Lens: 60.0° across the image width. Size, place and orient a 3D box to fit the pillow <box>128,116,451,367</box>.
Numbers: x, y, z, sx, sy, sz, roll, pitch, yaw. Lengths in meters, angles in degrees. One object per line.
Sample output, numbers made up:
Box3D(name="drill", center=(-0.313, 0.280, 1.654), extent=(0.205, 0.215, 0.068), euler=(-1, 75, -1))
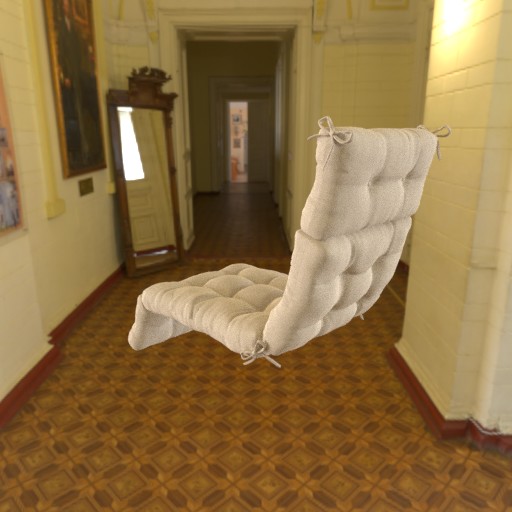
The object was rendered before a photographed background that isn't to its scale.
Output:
Box3D(name="pillow", center=(0.000, 0.000, 1.490), extent=(1.016, 0.863, 0.526), euler=(15, 21, 43))
